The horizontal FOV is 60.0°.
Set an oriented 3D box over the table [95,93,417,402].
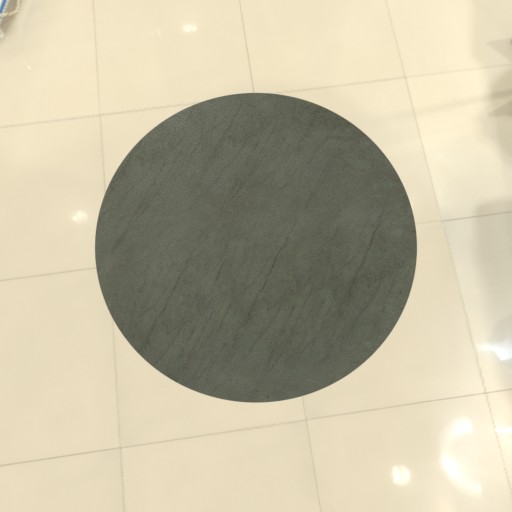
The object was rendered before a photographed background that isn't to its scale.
[{"bbox_3d":[0.000,0.000,1.323,0.800,0.450,0.800,0,76,0],"label":"table"}]
